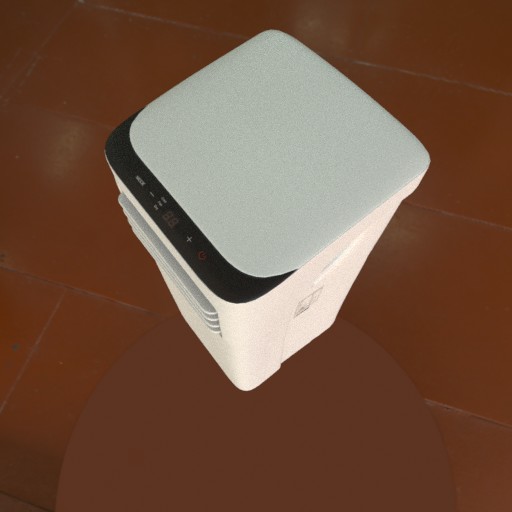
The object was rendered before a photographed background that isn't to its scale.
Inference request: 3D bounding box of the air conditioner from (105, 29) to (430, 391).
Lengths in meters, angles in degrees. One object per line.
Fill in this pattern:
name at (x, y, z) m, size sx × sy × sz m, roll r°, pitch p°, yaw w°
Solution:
air conditioner at (0.000, 0.000, 0.917) m, size 0.369 × 0.716 × 0.352 m, roll -35°, pitch 68°, yaw -16°
